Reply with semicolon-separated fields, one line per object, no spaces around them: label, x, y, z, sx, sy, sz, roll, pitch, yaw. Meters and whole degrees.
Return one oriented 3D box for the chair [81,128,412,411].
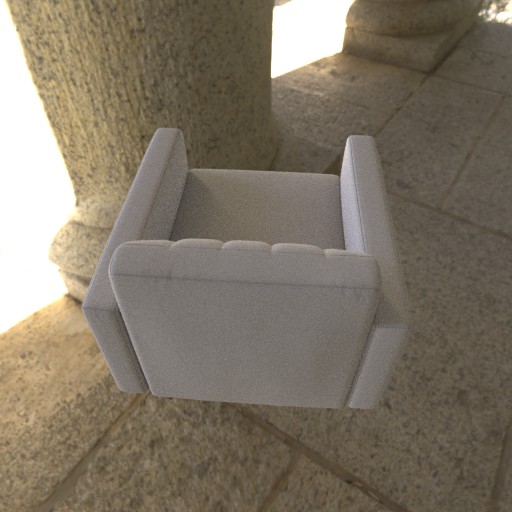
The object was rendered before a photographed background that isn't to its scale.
chair;0.000;0.000;1.685;0.953;0.819;0.998;3;47;3
